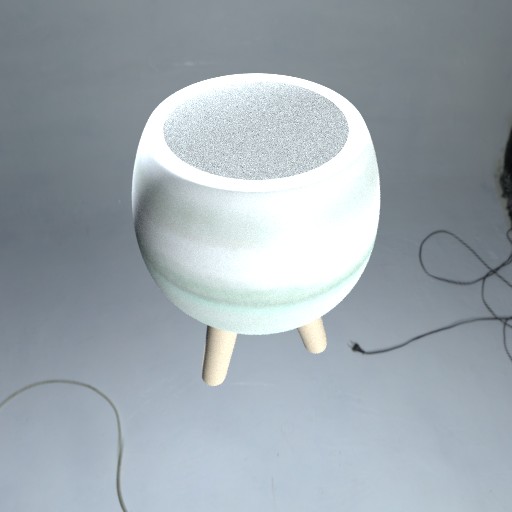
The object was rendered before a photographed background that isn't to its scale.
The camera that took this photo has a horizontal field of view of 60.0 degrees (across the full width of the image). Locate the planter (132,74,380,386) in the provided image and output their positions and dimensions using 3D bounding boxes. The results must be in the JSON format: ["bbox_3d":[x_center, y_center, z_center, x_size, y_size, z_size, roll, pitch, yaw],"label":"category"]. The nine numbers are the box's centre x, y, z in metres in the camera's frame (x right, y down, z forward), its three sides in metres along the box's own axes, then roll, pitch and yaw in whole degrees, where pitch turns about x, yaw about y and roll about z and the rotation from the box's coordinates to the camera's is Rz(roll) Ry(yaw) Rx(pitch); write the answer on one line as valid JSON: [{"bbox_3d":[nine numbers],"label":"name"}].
[{"bbox_3d":[0.000,0.000,0.334,0.161,0.224,0.161,0,47,0],"label":"planter"}]
